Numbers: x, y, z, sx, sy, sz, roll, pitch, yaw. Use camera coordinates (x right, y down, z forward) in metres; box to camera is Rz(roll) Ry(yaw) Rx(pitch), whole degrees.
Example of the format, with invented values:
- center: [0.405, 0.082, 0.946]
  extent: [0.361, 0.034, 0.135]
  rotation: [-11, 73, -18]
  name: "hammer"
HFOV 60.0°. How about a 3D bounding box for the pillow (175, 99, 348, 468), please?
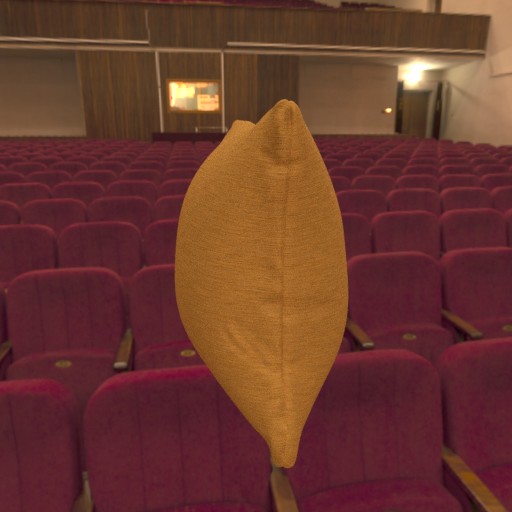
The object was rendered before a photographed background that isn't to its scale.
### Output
- center: [0.000, 0.000, 0.675]
  extent: [0.247, 0.417, 0.435]
  rotation: [-2, 15, -9]
  name: "pillow"
